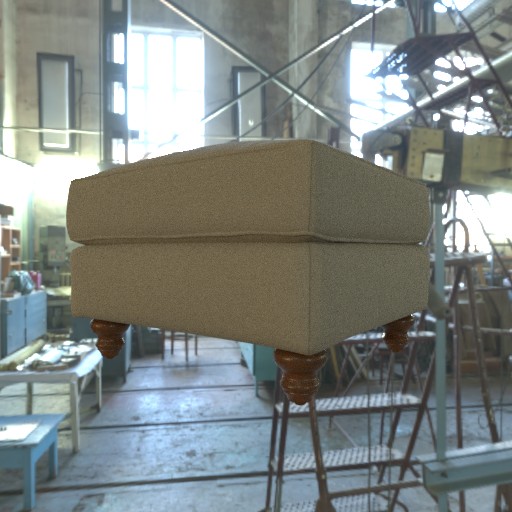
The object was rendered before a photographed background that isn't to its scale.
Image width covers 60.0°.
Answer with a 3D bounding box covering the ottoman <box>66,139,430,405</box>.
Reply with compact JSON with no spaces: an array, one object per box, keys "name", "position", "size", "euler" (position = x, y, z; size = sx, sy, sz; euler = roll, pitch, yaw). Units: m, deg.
[{"name":"ottoman","position":[0.000,0.000,1.132],"size":[0.716,0.505,0.662],"euler":[1,1,37]}]
